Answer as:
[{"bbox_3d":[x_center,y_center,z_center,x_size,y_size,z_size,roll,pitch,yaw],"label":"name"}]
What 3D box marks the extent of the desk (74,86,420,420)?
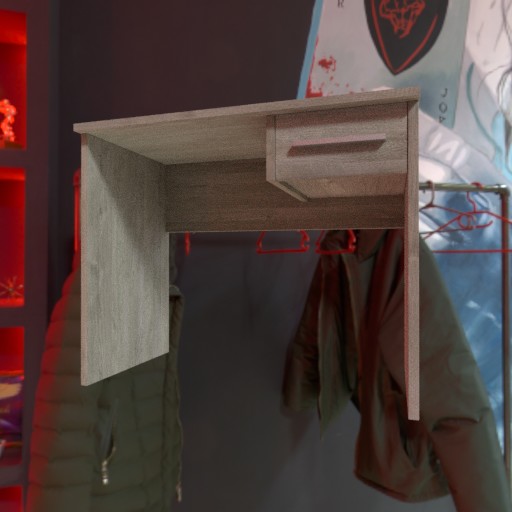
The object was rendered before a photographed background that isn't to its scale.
[{"bbox_3d":[0.000,0.000,1.317,0.893,0.724,0.498,0,0,18],"label":"desk"}]
